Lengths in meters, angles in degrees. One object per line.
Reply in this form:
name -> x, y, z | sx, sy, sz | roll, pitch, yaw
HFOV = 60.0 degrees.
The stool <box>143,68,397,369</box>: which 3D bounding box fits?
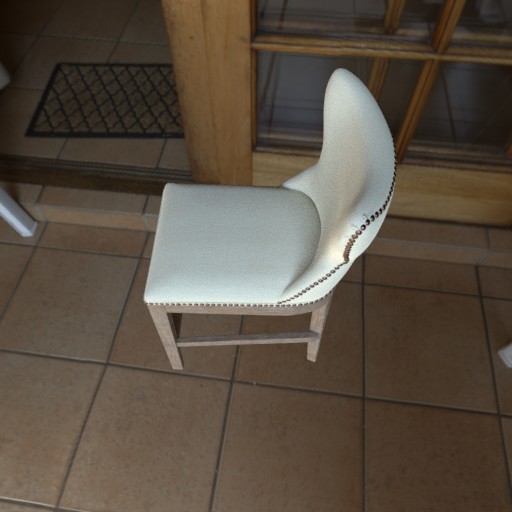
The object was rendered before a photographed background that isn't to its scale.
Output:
stool -> 0.000, 0.000, 1.352 | 0.608, 0.981, 0.498 | 1, 57, 1
